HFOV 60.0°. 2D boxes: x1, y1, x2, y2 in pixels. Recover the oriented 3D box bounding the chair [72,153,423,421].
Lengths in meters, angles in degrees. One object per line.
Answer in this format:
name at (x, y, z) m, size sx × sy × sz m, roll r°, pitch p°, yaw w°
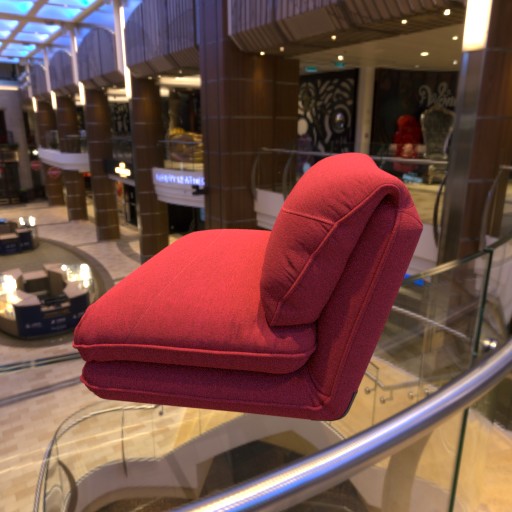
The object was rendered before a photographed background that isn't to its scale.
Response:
chair at (0.000, 0.000, 1.319) m, size 0.780 × 0.580 × 0.820 m, roll 3°, pitch 16°, yaw 9°
